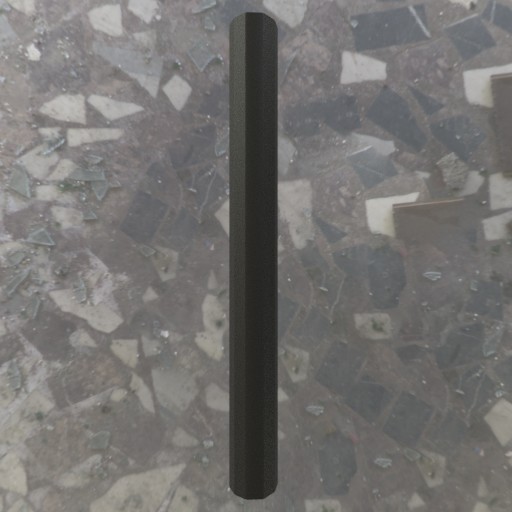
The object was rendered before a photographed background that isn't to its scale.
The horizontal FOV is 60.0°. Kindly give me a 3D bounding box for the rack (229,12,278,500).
[{"bbox_3d":[0.000,0.000,0.420,0.041,0.241,0.330,0,90,1],"label":"rack"}]
